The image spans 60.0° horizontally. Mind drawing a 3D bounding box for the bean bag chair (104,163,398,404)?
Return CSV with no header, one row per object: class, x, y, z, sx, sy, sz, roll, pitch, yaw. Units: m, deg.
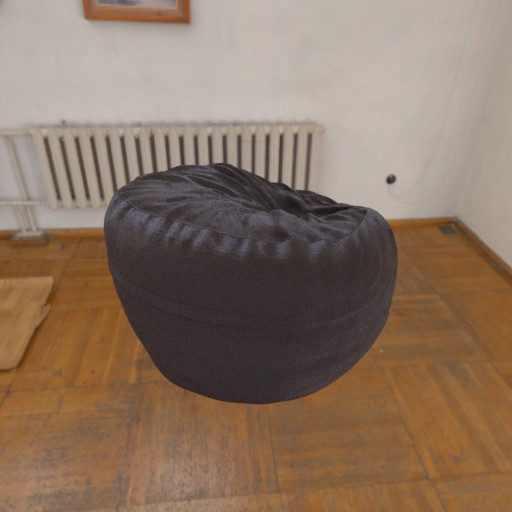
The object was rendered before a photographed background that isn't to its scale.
bean bag chair,0.000,0.000,2.054,1.245,0.821,1.245,0,31,0
